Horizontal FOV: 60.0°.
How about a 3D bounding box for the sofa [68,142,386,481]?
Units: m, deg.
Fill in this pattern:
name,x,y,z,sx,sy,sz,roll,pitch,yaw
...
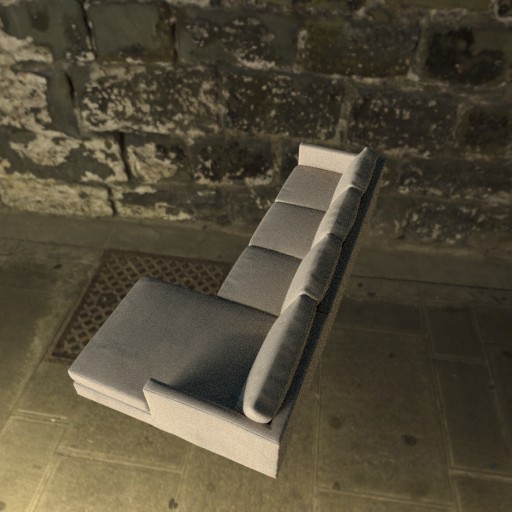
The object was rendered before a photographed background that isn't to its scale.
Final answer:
name,x,y,z,sx,sy,sz,roll,pitch,yaw
sofa,0.000,0.000,3.947,1.625,0.846,3.186,16,48,16
